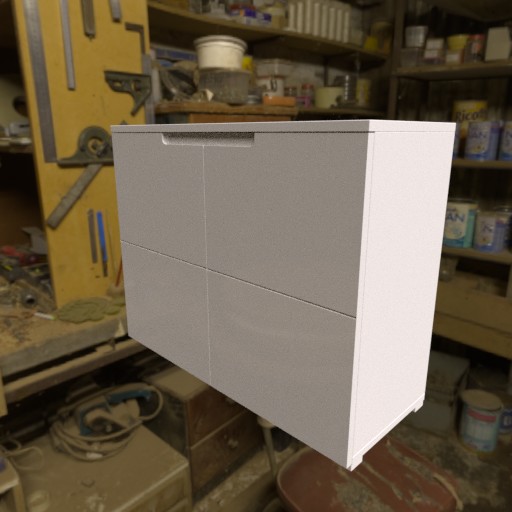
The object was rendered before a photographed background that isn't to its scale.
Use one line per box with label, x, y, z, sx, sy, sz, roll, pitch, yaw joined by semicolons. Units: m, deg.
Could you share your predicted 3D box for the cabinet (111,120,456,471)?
cabinet;0.000;0.000;1.407;0.400;0.800;1.000;-15;21;-43
